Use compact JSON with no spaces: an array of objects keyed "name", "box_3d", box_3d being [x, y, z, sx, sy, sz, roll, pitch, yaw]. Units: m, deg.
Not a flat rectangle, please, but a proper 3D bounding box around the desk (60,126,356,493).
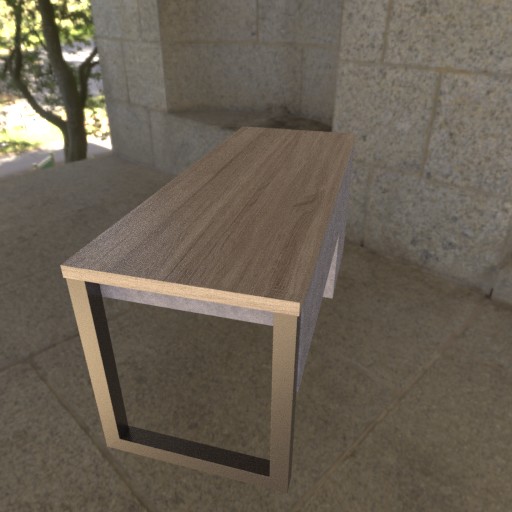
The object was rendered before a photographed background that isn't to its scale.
[{"name":"desk","box_3d":[0.000,0.000,2.035,0.690,0.760,1.700,8,30,14]}]
